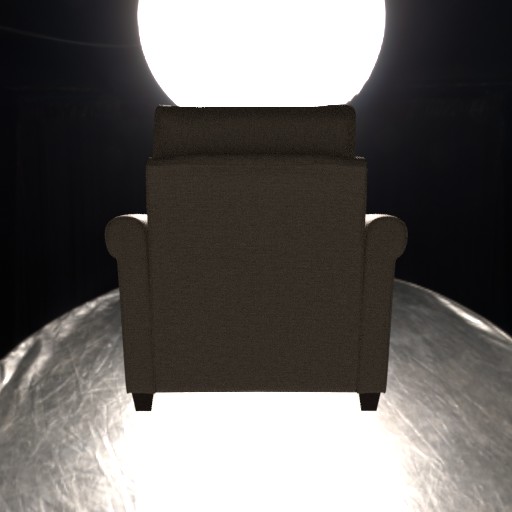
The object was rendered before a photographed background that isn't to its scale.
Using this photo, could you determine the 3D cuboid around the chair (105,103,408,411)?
[{"bbox_3d":[0.000,0.000,2.310,1.275,1.349,1.180,0,2,0],"label":"chair"}]
